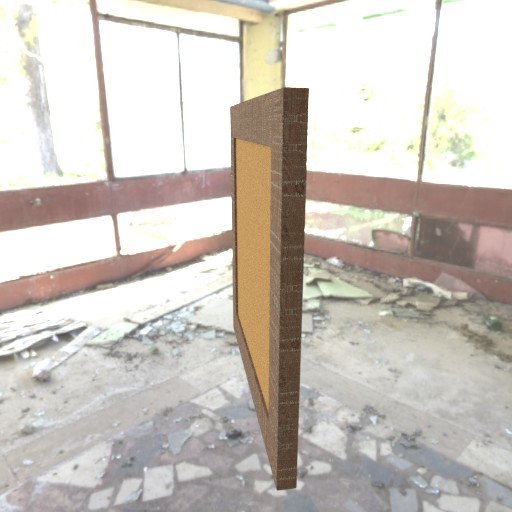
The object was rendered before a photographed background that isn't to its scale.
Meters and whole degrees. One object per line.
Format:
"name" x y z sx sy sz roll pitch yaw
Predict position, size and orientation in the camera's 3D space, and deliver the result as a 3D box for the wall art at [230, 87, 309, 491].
"wall art" 0.000 0.000 0.800 0.029 0.531 0.531 -3 17 -9
